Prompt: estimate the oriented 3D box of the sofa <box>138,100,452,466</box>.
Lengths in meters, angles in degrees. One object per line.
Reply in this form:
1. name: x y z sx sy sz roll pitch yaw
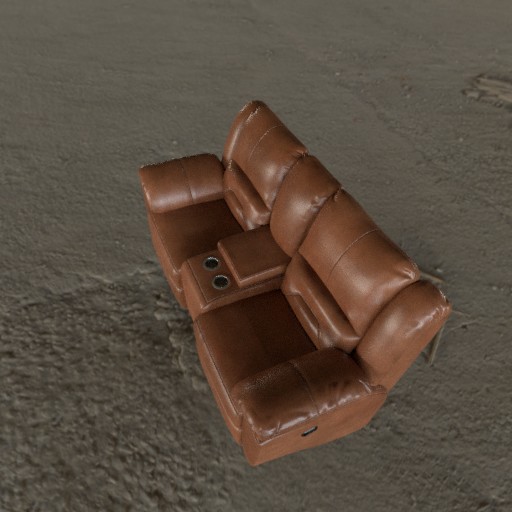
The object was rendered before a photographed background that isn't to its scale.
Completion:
1. sofa: 0.000 0.000 2.629 0.991 1.043 2.058 -18 49 -16
